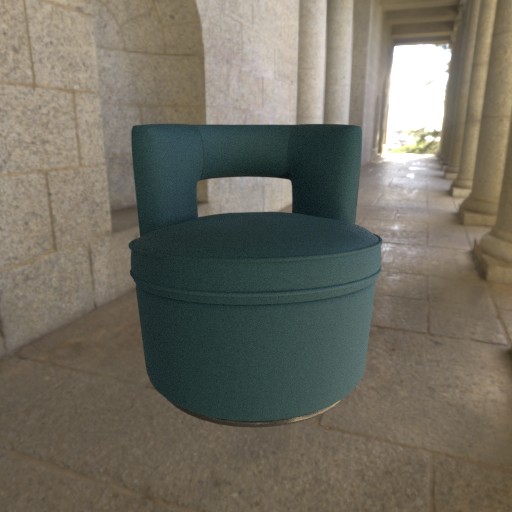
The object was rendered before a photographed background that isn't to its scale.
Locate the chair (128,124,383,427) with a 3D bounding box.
[{"bbox_3d":[0.000,0.000,1.239,0.684,0.711,0.660,-2,16,-8],"label":"chair"}]
